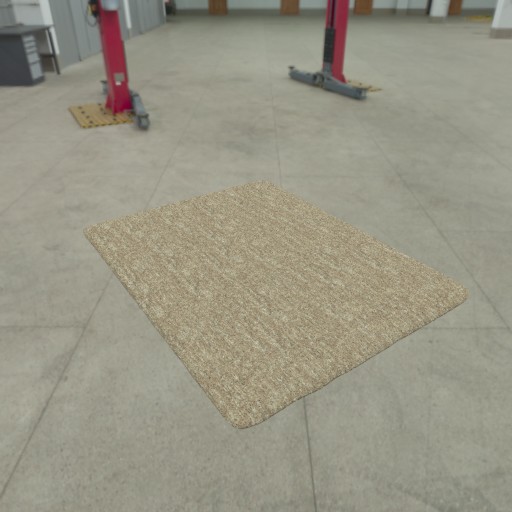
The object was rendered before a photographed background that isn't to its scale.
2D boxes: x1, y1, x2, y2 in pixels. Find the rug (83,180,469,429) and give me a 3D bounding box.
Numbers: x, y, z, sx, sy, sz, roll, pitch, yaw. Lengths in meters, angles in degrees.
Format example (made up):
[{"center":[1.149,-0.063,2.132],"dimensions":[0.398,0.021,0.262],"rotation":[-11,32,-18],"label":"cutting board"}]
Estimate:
[{"center":[0.000,0.000,3.914],"dimensions":[2.242,0.050,2.873],"rotation":[-20,37,-29],"label":"rug"}]
